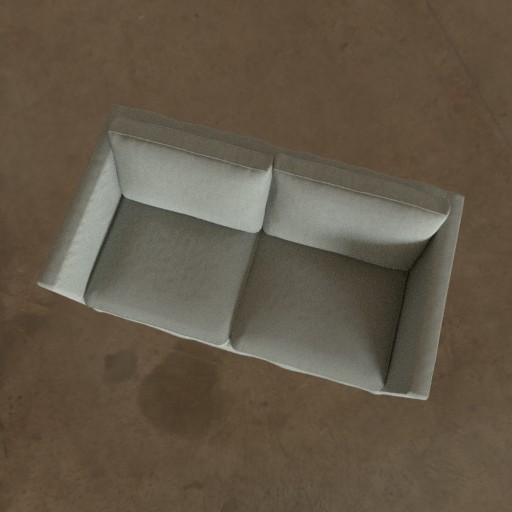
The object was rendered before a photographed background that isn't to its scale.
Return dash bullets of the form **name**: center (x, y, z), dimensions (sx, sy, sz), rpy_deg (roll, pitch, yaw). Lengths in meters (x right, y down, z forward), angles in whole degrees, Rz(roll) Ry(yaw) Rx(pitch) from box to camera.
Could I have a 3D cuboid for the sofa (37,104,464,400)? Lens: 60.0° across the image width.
- **sofa**: center (0.000, 0.000, 2.212), dimensions (1.727, 0.830, 0.944), rpy_deg (16, 75, 4)
